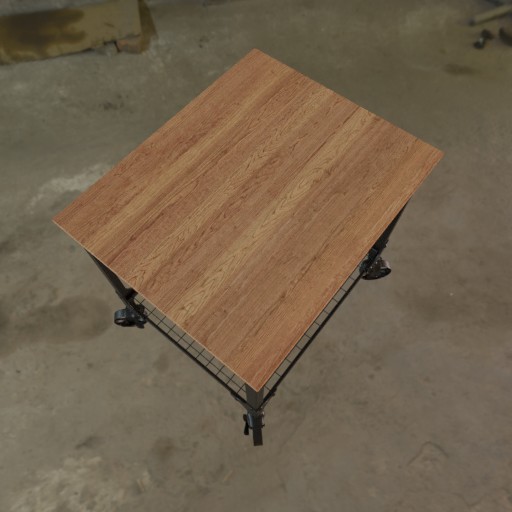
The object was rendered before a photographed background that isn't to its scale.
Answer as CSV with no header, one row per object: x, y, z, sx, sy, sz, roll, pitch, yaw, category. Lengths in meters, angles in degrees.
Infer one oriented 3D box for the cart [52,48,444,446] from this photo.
0.000,0.000,1.111,0.558,0.603,0.666,36,69,16,cart
